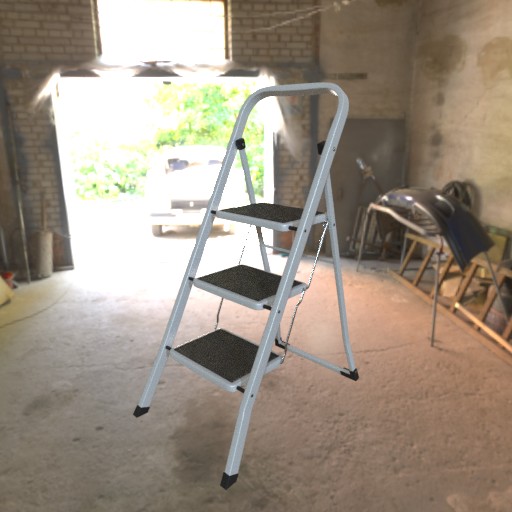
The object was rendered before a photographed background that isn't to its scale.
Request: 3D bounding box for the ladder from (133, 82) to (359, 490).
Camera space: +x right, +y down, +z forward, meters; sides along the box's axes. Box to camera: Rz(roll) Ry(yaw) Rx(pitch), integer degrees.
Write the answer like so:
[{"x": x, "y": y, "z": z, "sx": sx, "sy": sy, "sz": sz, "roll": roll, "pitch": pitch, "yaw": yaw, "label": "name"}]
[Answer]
[{"x": 0.000, "y": 0.000, "z": 1.422, "sx": 0.460, "sy": 1.050, "sz": 0.711, "roll": 16, "pitch": 23, "yaw": 41, "label": "ladder"}]
